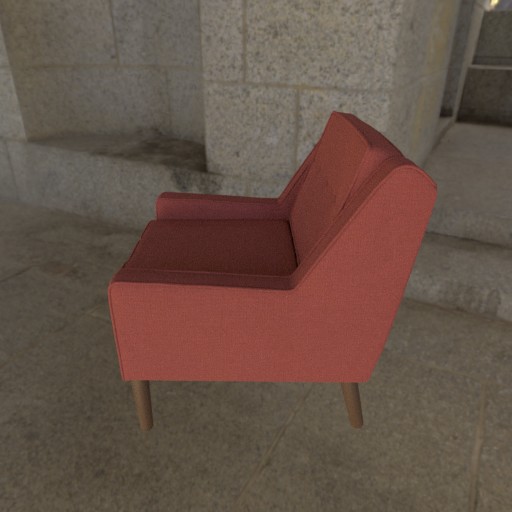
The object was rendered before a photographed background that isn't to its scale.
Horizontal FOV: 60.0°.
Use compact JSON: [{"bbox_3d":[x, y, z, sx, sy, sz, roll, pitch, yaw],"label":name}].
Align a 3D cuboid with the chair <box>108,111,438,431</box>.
[{"bbox_3d":[0.000,0.000,1.379,0.770,0.812,0.680,0,27,0],"label":"chair"}]
